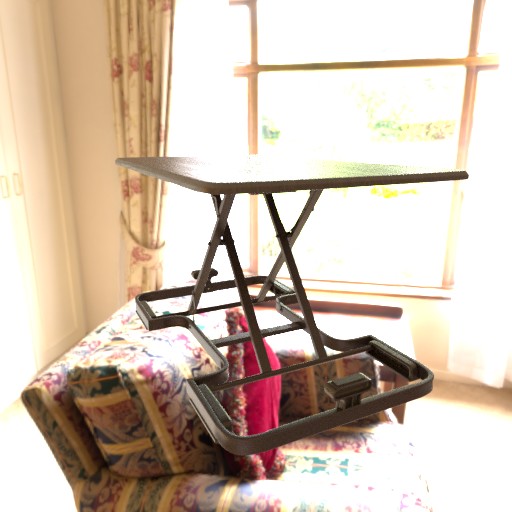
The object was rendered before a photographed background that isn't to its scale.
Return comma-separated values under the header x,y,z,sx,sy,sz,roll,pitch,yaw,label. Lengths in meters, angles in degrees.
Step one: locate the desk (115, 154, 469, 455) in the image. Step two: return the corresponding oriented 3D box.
x,y,z,sx,sy,sz,roll,pitch,yaw,label
0.000,0.000,1.137,0.546,0.470,0.820,-7,17,-25,desk
